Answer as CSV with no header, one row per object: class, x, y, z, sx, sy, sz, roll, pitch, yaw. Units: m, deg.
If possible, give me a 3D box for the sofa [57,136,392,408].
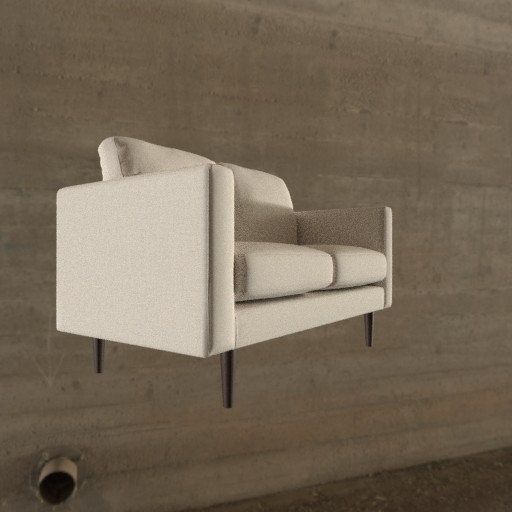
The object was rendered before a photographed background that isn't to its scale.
sofa,0.000,0.000,1.964,0.796,0.908,1.430,0,0,36
